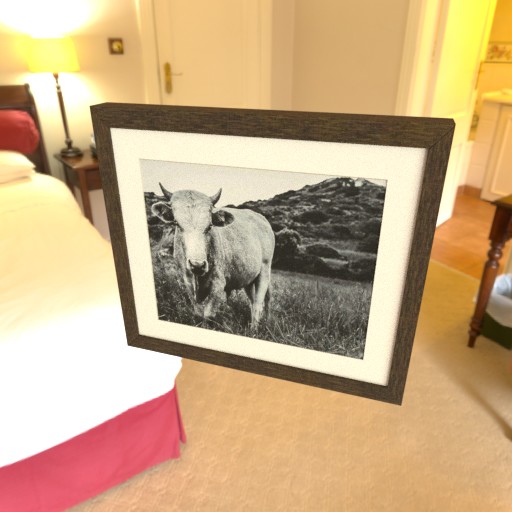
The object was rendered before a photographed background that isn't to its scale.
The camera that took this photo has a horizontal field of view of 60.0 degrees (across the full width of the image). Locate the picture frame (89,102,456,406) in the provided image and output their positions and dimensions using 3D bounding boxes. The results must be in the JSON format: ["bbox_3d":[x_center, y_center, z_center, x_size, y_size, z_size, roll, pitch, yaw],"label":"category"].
[{"bbox_3d":[0.000,0.000,0.527,0.378,0.330,0.033,8,27,16],"label":"picture frame"}]
